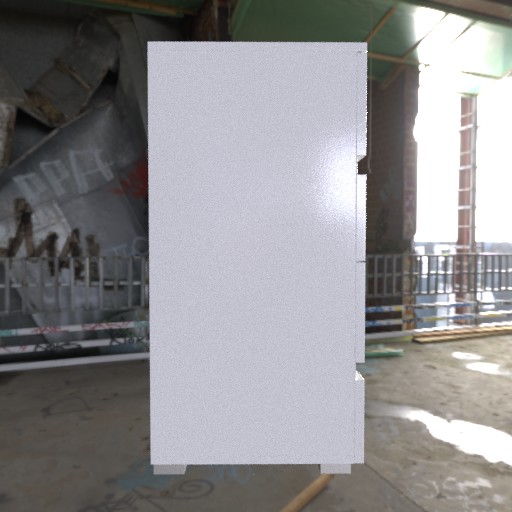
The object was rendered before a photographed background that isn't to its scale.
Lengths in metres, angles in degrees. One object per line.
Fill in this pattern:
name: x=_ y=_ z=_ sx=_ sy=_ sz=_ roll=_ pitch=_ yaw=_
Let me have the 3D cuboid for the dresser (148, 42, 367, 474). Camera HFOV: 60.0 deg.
dresser: x=0.000 y=0.000 z=1.143 sx=0.400 sy=0.800 sz=0.650 roll=0 pitch=2 yaw=0
